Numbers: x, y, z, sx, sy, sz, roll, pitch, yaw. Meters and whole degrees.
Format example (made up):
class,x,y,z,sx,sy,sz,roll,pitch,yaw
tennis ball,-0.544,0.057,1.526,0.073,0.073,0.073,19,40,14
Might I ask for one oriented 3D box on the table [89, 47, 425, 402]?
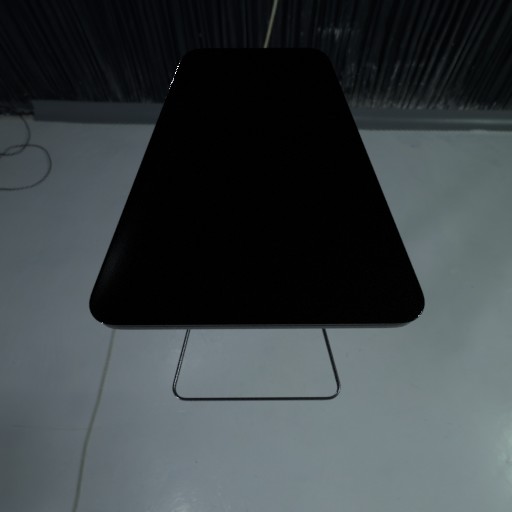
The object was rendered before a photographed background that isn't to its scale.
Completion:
class,x,y,z,sx,sy,sz,roll,pitch,yaw
table,0.000,0.000,0.939,0.427,0.624,0.500,0,64,0
